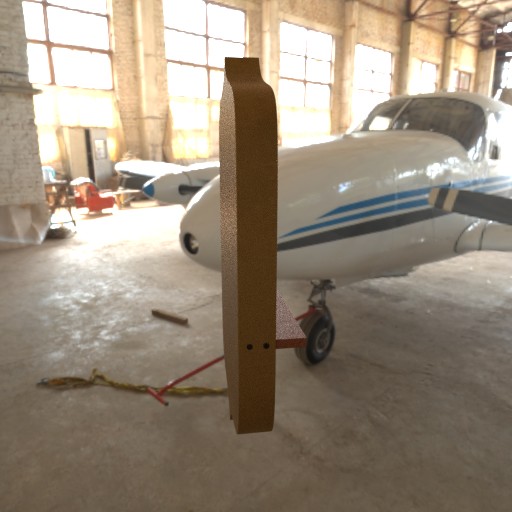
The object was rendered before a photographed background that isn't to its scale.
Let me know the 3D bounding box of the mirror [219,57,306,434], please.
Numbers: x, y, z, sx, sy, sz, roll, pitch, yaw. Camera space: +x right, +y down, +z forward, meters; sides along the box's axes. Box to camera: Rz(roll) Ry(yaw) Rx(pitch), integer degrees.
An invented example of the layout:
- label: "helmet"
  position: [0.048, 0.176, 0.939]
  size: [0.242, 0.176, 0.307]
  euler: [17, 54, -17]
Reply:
- label: "mirror"
  position: [0.000, 0.000, 0.739]
  size: [0.096, 0.613, 0.323]
  euler: [-2, 14, -8]
